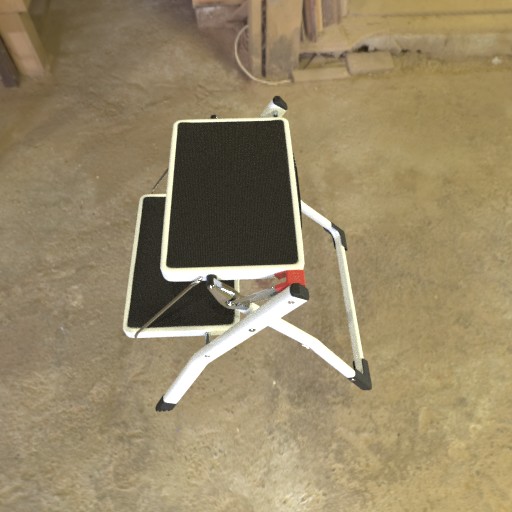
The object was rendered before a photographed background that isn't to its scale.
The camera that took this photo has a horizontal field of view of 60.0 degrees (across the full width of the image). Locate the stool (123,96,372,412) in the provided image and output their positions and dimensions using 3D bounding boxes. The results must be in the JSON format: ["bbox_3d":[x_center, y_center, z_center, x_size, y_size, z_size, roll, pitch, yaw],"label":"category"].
[{"bbox_3d":[0.000,0.000,0.886,0.490,0.445,0.485,-2,57,-1],"label":"stool"}]
